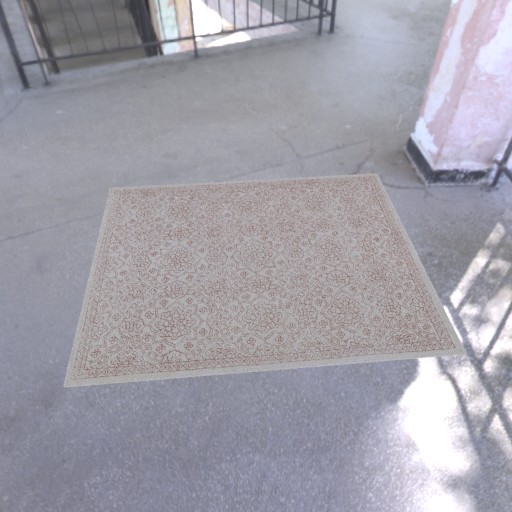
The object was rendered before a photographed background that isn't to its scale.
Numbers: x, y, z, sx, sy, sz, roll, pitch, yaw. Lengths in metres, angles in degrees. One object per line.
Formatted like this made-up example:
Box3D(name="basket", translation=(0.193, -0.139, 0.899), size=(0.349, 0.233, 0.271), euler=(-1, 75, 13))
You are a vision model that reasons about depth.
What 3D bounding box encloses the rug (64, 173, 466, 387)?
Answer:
Box3D(name="rug", translation=(0.000, 0.000, 4.192), size=(3.050, 0.015, 2.441), euler=(-4, 45, -4))
